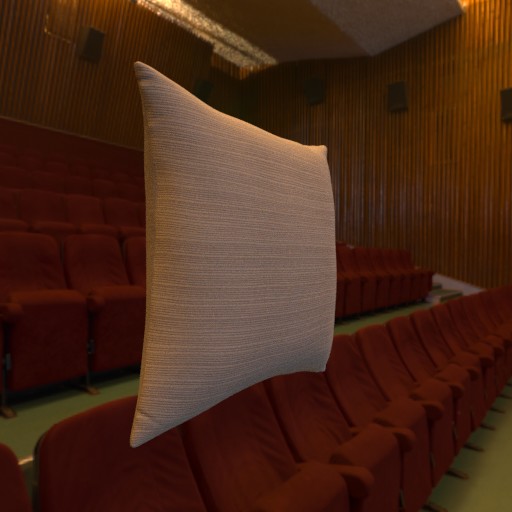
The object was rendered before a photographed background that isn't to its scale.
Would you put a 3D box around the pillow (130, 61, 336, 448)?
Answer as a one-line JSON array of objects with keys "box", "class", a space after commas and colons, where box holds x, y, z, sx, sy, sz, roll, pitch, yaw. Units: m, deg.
[{"box": [0.000, 0.000, 0.764, 0.204, 0.497, 0.512, 0, -1, 37], "class": "pillow"}]
